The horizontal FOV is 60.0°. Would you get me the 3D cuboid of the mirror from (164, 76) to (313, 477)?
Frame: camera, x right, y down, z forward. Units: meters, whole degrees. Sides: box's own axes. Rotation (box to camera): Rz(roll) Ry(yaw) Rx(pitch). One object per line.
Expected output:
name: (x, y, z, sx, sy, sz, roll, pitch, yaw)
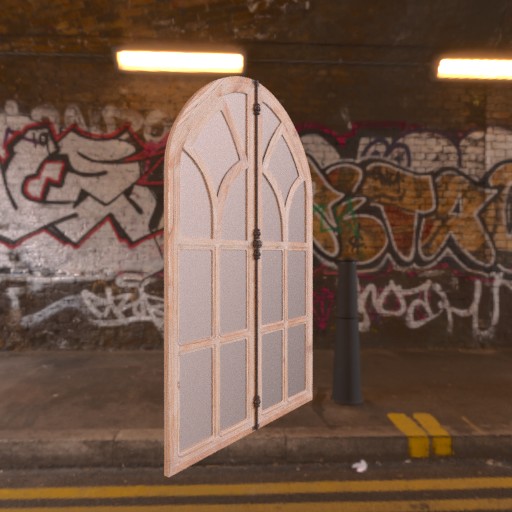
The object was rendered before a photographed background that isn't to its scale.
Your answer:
mirror: (0.000, 0.000, 1.162, 0.032, 0.915, 0.609, 0, 0, 36)
